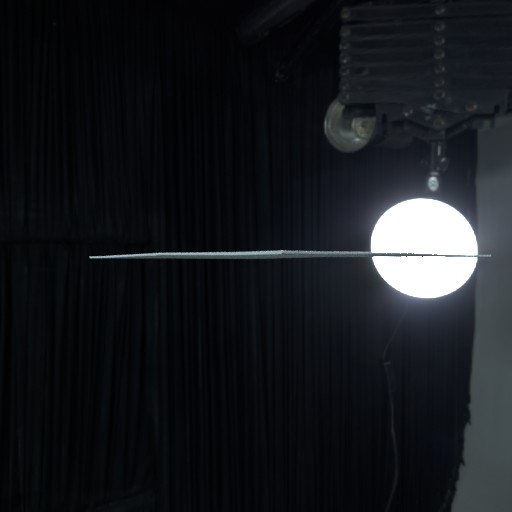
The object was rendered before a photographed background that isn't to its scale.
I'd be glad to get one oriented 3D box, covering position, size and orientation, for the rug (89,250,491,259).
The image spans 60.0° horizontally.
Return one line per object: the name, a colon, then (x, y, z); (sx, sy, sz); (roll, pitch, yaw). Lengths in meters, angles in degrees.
rug: (0.000, 0.000, 2.301); (1.174, 0.022, 1.853); (1, -1, -36)
